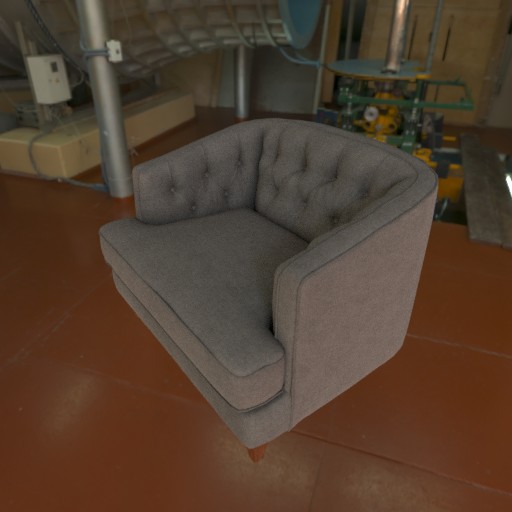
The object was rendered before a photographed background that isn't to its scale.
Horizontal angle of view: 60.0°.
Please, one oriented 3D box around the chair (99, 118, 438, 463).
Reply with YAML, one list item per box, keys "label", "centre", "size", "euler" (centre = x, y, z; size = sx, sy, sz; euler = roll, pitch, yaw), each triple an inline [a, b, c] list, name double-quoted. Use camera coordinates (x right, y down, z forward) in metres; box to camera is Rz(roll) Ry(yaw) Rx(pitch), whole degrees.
- label: "chair"
  centre: [0.000, 0.000, 1.767]
  size: [0.941, 0.852, 1.104]
  euler: [-21, 37, -31]
